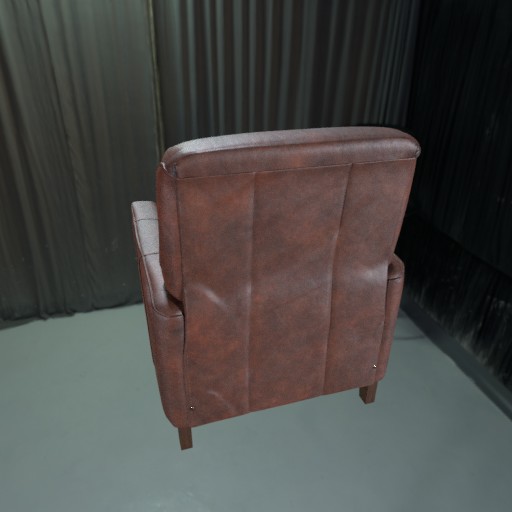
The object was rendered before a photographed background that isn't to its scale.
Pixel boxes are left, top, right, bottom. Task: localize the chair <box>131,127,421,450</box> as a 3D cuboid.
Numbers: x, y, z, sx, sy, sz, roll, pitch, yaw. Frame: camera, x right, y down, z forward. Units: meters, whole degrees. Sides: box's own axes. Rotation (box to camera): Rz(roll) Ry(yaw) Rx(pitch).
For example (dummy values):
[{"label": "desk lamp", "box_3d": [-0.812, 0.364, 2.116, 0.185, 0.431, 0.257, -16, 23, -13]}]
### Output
[{"label": "chair", "box_3d": [0.000, 0.000, 1.640, 0.843, 1.043, 0.836, -8, 28, -15]}]
